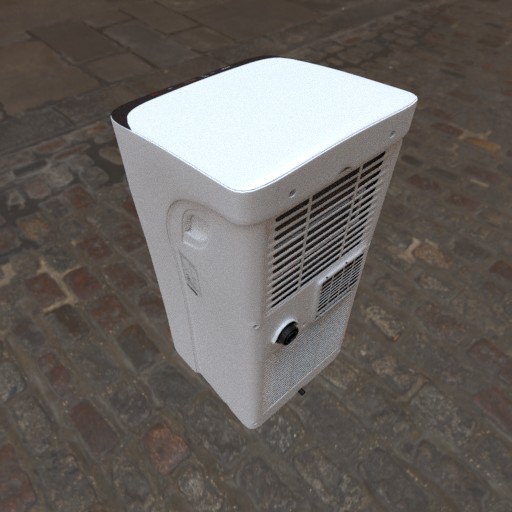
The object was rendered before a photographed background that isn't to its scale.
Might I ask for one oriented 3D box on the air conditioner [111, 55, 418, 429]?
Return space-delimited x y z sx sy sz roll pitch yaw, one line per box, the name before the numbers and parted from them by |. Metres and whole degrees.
air conditioner | 0.000 0.000 0.904 0.352 0.716 0.369 -33 54 -28
